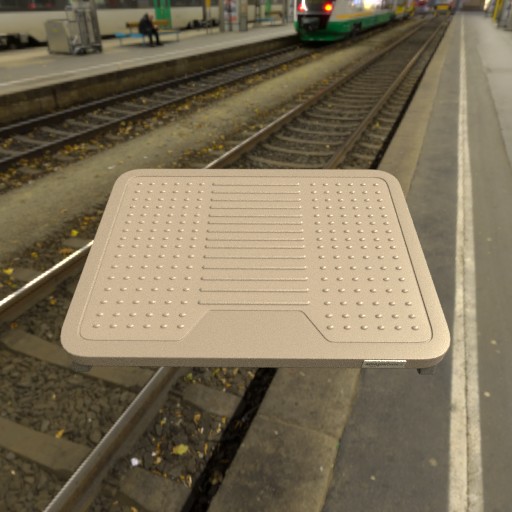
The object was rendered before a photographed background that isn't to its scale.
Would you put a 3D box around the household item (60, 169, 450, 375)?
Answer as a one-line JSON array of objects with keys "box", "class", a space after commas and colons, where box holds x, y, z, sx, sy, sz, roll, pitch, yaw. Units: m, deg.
[{"box": [0.000, 0.000, 0.540, 0.390, 0.126, 0.301, 0, 30, 1], "class": "household item"}]
